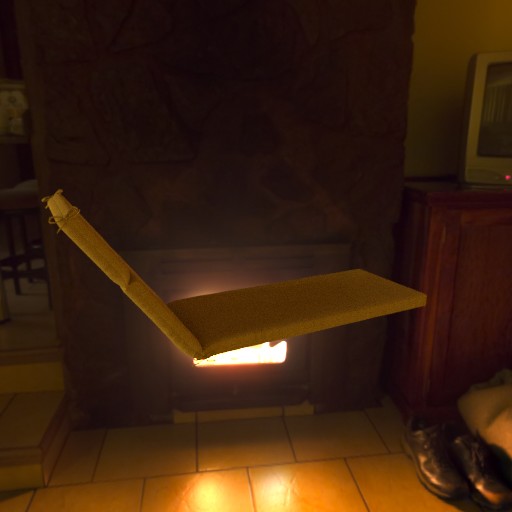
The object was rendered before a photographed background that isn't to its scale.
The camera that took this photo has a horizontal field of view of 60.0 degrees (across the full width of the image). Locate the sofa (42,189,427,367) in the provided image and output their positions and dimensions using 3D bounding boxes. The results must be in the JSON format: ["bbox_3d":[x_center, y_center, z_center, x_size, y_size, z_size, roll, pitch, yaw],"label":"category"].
[{"bbox_3d":[0.000,0.000,1.984,1.663,0.622,0.582,-8,17,-27],"label":"sofa"}]
